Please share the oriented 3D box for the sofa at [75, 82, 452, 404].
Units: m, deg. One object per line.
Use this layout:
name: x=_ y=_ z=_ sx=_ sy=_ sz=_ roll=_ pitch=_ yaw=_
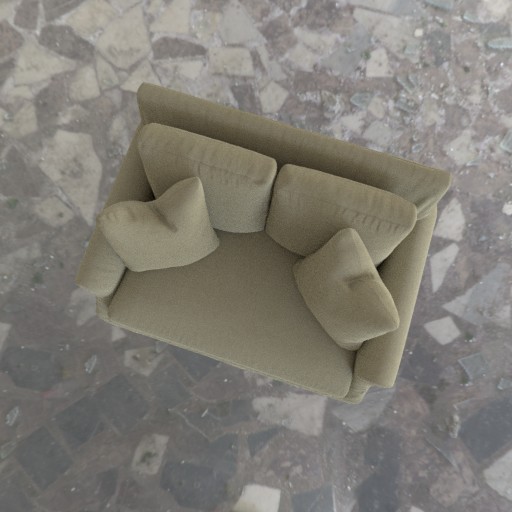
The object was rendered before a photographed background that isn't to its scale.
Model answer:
sofa: x=0.000 y=0.000 z=2.165 sx=1.550 sy=0.905 sz=1.070 roll=18 pitch=77 yaw=4
